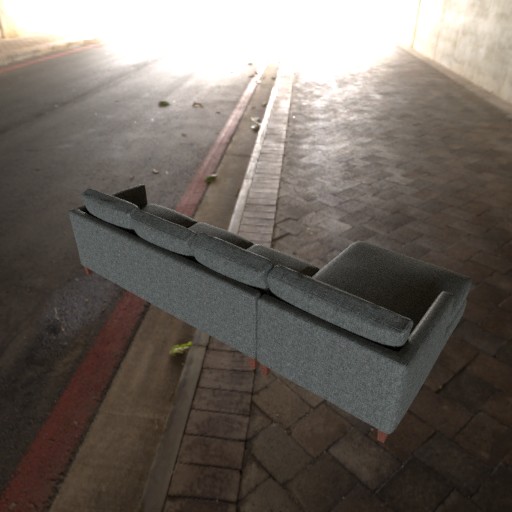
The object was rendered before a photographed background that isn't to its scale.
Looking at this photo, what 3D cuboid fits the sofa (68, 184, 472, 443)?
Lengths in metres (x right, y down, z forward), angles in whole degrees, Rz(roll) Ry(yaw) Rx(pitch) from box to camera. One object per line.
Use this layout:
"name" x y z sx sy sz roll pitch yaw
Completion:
"sofa" 0.000 0.000 4.123 3.485 0.960 1.635 22 37 32
